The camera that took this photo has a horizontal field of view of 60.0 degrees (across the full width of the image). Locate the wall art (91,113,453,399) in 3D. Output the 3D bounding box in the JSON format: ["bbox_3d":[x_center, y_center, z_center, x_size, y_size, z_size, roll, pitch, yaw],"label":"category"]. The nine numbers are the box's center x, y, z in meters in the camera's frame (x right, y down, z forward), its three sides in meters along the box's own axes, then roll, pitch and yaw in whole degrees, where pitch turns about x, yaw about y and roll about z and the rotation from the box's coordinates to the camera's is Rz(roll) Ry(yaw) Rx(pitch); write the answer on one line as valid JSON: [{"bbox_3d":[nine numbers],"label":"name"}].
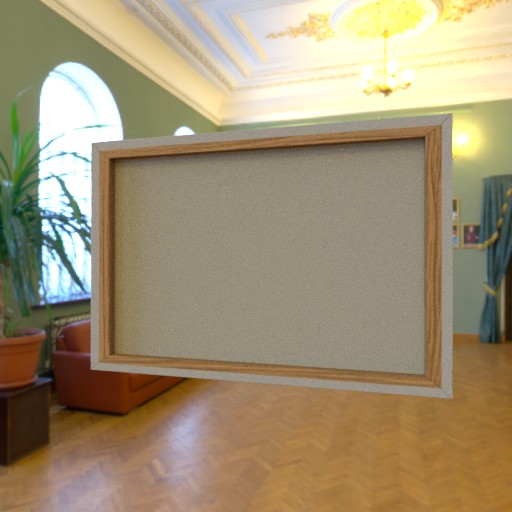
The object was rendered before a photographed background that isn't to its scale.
[{"bbox_3d":[0.000,0.000,0.471,0.381,0.259,0.038,0,0,16],"label":"wall art"}]
